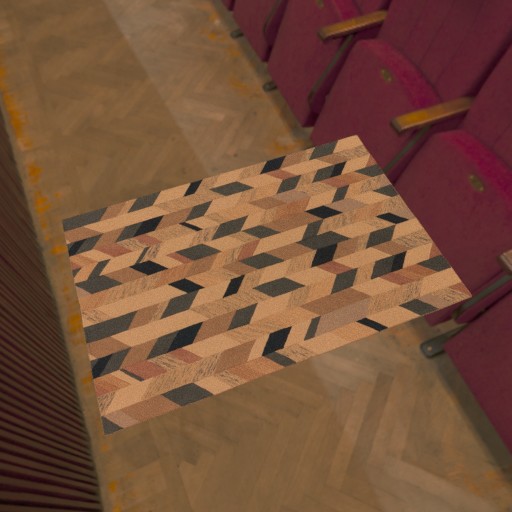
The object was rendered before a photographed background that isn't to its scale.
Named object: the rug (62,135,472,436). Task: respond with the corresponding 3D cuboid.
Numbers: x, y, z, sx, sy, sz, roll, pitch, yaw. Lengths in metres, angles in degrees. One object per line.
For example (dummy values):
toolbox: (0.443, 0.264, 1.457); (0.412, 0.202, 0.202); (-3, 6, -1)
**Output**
rug: (0.000, 0.000, 2.296); (1.813, 0.006, 1.202); (-18, 60, -11)
